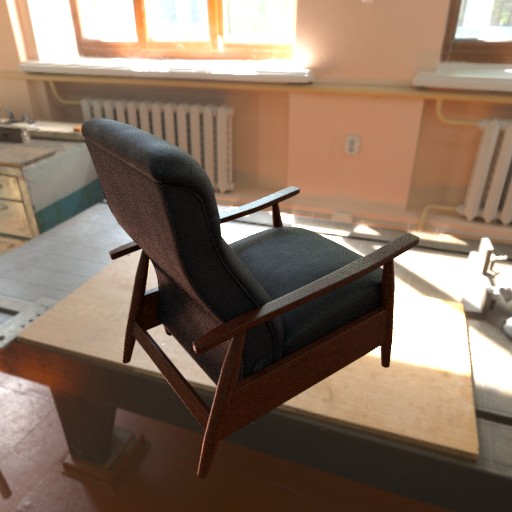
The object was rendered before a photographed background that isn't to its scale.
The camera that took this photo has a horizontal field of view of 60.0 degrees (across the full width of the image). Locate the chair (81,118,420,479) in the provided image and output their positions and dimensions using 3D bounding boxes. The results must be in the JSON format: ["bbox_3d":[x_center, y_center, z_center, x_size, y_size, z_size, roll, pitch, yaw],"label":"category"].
[{"bbox_3d":[0.000,0.000,1.747,1.014,1.082,0.762,-18,33,-31],"label":"chair"}]
